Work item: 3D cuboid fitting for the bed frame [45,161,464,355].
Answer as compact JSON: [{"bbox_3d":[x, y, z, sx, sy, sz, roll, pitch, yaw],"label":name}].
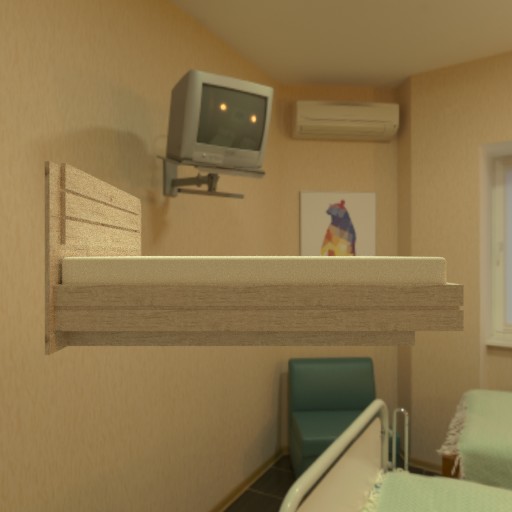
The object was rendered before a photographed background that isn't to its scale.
[{"bbox_3d":[0.000,0.000,3.055,2.080,0.970,1.750,0,0,0],"label":"bed frame"}]
